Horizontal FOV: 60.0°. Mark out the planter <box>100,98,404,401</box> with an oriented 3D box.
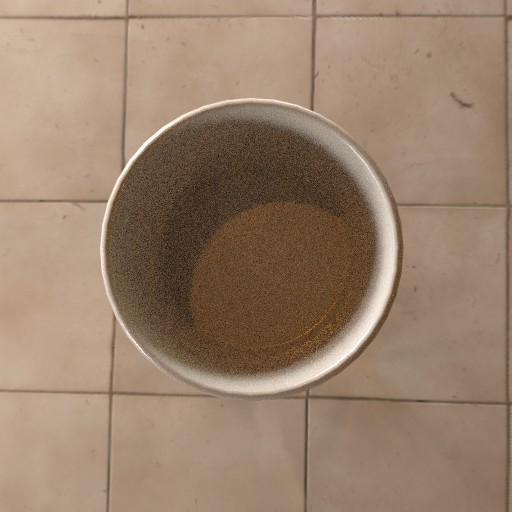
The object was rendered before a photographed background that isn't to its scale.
[{"bbox_3d":[0.000,0.000,0.408,0.199,0.268,0.199,0,88,1],"label":"planter"}]
